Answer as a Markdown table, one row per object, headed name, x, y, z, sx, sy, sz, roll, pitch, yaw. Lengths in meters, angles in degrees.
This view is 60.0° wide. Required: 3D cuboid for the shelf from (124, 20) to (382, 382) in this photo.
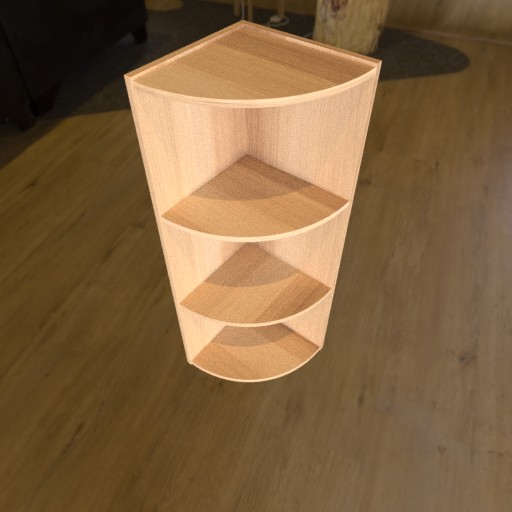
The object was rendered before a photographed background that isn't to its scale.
| name | x | y | z | sx | sy | sz | roll | pitch | yaw |
| --- | --- | --- | --- | --- | --- | --- | --- | --- | --- |
| shelf | 0.000 | 0.000 | 1.018 | 0.290 | 0.872 | 0.290 | 30 | 54 | 25 |
